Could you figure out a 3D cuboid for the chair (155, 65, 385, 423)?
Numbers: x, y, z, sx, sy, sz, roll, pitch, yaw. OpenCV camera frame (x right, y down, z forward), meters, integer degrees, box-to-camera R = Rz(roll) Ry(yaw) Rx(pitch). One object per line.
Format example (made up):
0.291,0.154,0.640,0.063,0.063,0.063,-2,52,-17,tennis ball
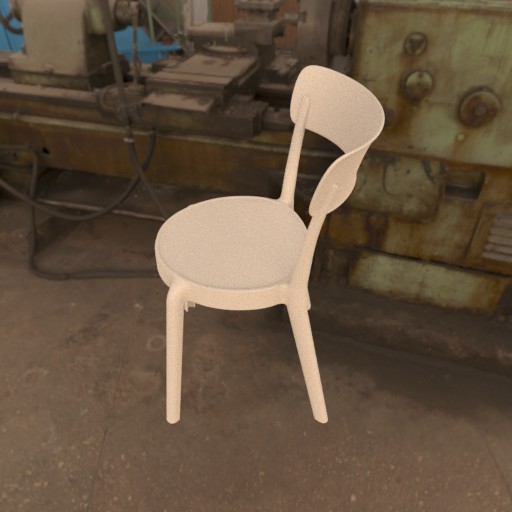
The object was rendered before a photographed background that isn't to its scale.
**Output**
0.000,0.000,1.122,0.491,0.790,0.506,0,39,0,chair
